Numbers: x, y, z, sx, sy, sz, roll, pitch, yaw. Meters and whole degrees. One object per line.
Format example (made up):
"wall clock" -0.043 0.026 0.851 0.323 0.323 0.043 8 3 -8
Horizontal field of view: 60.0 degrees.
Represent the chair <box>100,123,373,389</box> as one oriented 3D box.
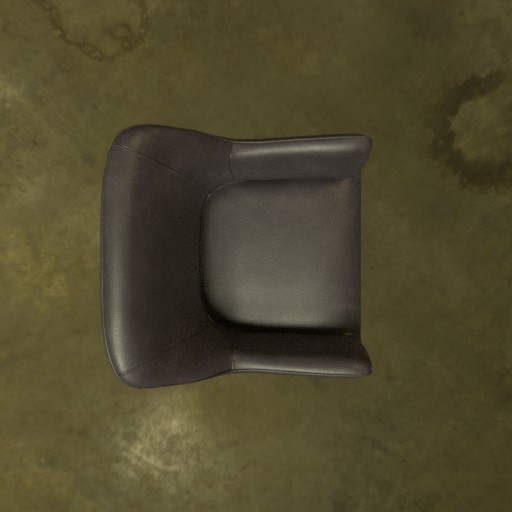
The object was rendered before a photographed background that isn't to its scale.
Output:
"chair" 0.000 0.000 1.266 0.610 0.828 0.610 0 90 1
